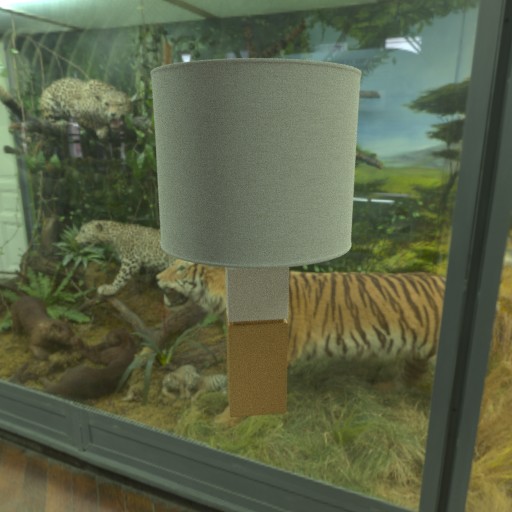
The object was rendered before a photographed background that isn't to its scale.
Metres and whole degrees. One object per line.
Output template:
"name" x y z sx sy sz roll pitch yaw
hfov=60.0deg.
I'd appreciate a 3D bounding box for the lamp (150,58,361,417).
"lamp" 0.000 0.000 0.548 0.229 0.417 0.229 -2 16 -7
